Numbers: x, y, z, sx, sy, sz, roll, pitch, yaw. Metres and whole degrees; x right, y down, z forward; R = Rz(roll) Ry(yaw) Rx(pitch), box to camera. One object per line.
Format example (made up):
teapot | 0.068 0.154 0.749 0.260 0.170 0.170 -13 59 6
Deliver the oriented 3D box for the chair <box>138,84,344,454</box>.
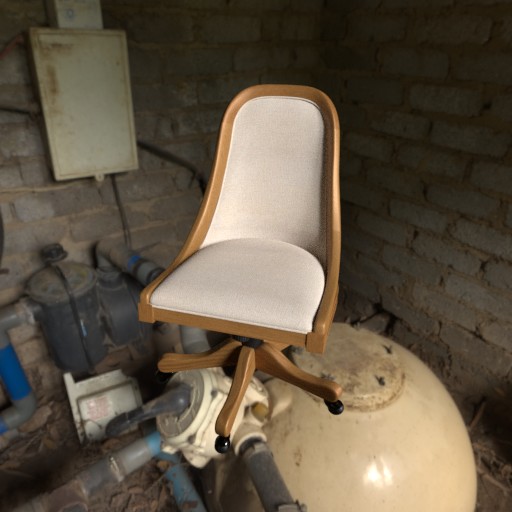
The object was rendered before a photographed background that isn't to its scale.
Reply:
chair | 0.000 0.000 1.499 0.702 1.009 0.811 8 28 15
